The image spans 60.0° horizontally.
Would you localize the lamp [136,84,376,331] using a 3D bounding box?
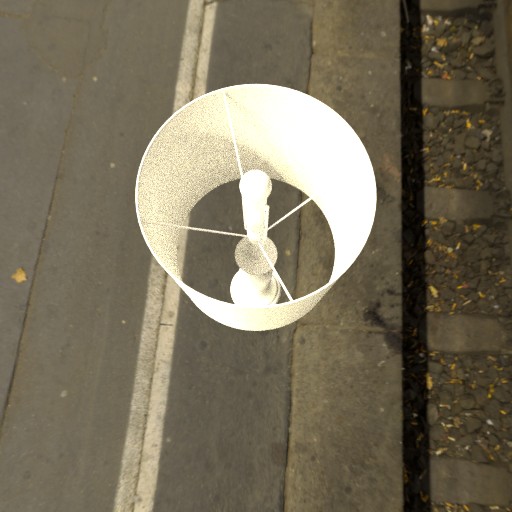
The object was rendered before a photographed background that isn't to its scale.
[{"bbox_3d":[0.000,0.000,0.728,0.250,0.597,0.250,-16,76,-4],"label":"lamp"}]
